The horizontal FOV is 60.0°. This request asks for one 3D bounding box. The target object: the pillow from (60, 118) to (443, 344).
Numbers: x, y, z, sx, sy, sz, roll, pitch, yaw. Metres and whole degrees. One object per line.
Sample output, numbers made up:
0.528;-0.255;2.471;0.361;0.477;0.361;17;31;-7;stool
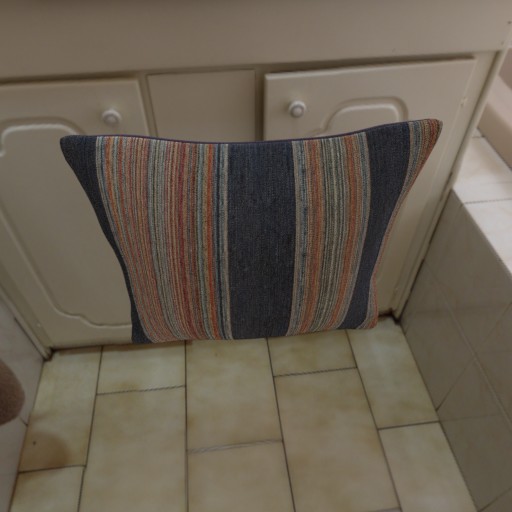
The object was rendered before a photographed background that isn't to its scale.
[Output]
0.000;0.000;0.643;0.437;0.419;0.136;-3;47;-3;pillow
